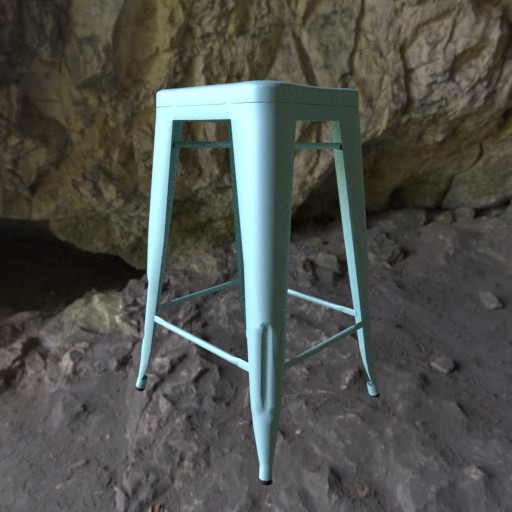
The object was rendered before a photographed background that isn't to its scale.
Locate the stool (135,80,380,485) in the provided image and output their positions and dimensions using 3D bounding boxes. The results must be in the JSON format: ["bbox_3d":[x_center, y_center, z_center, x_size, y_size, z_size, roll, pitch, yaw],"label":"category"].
[{"bbox_3d":[0.000,0.000,0.866,0.399,0.609,0.359,15,22,42],"label":"stool"}]
